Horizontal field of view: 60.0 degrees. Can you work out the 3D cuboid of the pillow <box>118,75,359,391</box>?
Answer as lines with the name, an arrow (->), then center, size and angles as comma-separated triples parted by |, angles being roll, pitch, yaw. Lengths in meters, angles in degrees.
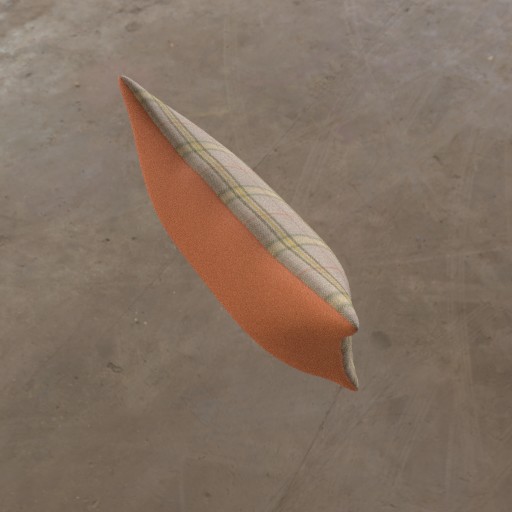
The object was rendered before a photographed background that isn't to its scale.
pillow -> 0.000, 0.000, 0.687 | 0.200, 0.430, 0.453 | -32, 62, -19
